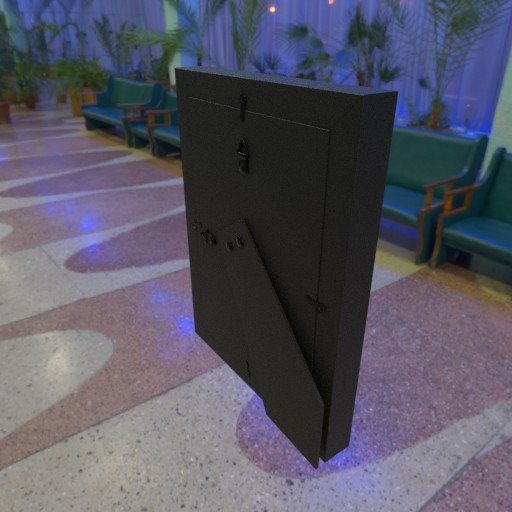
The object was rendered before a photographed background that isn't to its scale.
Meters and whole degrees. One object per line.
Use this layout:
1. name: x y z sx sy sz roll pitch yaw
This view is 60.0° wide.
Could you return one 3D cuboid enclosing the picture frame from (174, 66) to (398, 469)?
1. picture frame: 0.000 0.000 0.276 0.028 0.208 0.157 -19 33 -32
